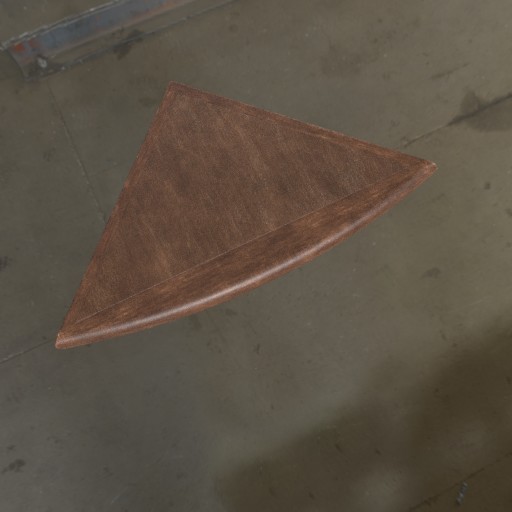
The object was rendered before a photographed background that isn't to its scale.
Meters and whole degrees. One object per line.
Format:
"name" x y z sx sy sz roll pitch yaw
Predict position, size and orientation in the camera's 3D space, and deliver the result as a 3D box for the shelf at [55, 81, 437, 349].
"shelf" 0.000 0.000 0.472 0.310 0.050 0.310 18 77 5
